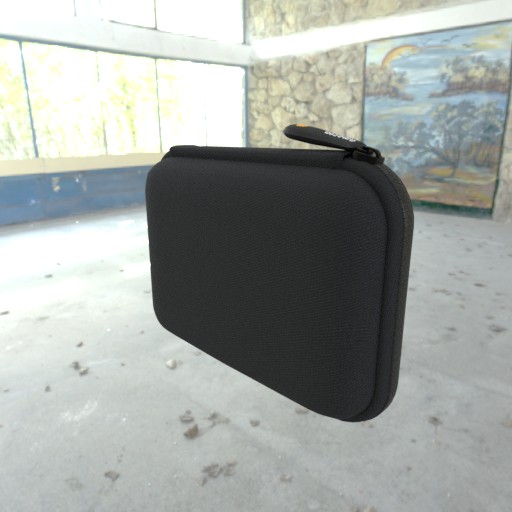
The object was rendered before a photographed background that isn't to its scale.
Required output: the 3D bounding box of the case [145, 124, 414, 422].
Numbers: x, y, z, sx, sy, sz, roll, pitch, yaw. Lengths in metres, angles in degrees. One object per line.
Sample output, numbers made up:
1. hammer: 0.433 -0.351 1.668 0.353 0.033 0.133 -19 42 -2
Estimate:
1. case: 0.000 0.000 0.184 0.038 0.105 0.132 -15 22 -42
